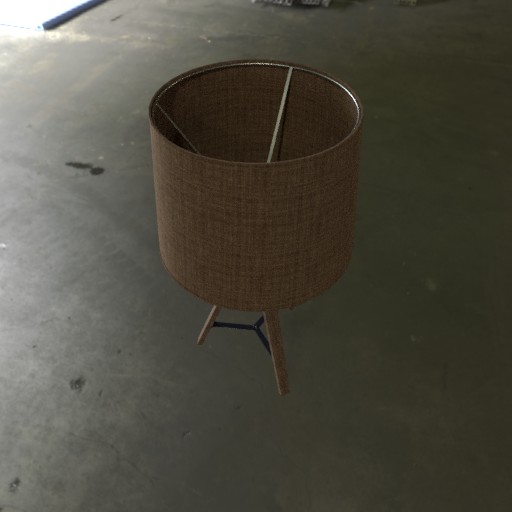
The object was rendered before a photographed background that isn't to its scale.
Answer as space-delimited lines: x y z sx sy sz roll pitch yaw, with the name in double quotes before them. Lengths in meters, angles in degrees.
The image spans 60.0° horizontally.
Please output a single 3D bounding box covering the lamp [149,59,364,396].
"lamp" 0.000 0.000 0.702 0.290 0.514 0.290 0 46 0
